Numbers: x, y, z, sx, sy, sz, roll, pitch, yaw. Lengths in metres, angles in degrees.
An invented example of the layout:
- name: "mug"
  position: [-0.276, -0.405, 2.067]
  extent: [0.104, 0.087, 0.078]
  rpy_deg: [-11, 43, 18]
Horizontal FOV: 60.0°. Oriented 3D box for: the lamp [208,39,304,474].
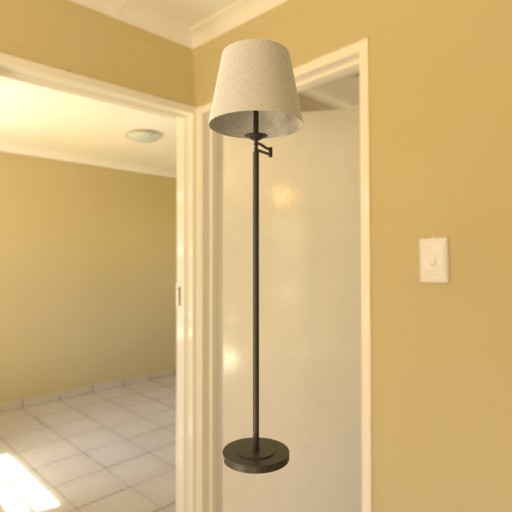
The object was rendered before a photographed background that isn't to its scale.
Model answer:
- name: "lamp"
  position: [0.000, 0.000, 1.622]
  extent: [0.348, 1.473, 0.348]
  rpy_deg: [0, 0, 35]
